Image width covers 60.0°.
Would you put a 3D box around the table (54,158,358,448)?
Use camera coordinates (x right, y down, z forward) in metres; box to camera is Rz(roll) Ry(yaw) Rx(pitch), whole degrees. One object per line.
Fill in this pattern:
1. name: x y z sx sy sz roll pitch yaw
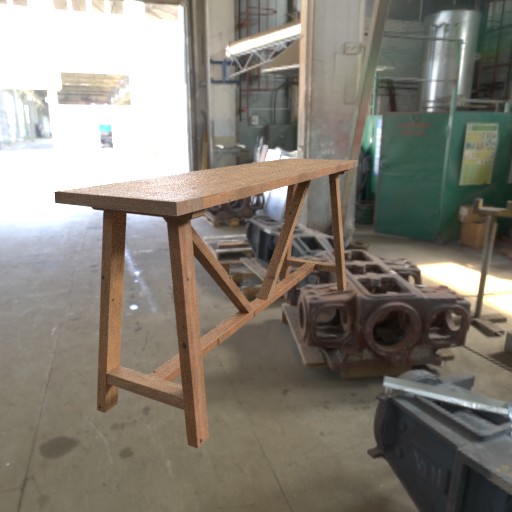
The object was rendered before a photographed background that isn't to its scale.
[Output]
1. table: 0.000 0.000 2.133 0.465 0.810 1.800 8 18 26
